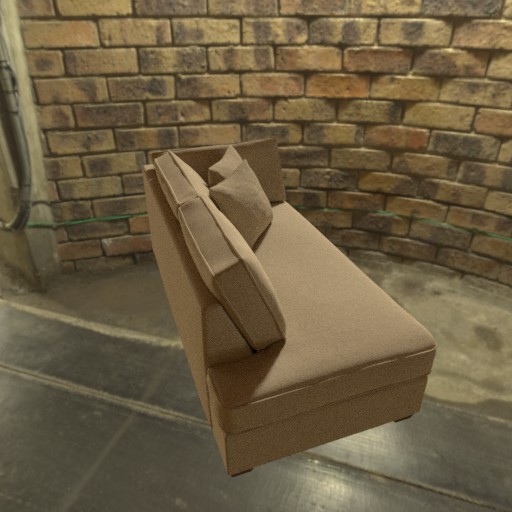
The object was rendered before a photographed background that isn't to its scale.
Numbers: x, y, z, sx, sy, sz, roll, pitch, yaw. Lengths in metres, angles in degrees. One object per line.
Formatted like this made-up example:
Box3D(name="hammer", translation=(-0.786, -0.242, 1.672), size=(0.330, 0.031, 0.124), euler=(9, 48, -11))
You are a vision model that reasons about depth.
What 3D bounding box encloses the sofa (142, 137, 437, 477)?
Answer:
Box3D(name="sofa", translation=(0.000, 0.000, 2.825), size=(1.110, 1.033, 2.237), euler=(-10, 32, -17))
